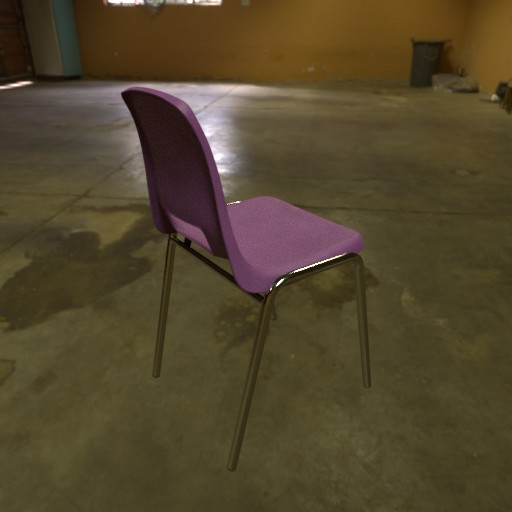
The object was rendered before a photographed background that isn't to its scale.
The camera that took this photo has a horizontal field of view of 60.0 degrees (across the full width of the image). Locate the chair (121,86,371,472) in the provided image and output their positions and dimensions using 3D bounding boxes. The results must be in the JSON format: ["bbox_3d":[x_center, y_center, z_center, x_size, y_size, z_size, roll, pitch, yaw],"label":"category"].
[{"bbox_3d":[0.000,0.000,0.949,0.432,0.704,0.381,-19,33,-33],"label":"chair"}]
